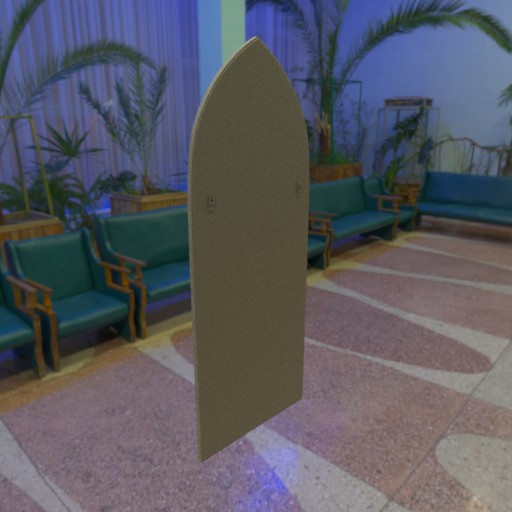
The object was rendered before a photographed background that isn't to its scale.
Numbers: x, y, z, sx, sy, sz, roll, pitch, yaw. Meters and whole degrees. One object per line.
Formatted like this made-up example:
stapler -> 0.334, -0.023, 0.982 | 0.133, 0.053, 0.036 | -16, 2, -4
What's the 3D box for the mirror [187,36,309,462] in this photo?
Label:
mirror -> 0.000, 0.000, 1.304 | 0.464, 1.175, 0.025 | -15, 22, -42
